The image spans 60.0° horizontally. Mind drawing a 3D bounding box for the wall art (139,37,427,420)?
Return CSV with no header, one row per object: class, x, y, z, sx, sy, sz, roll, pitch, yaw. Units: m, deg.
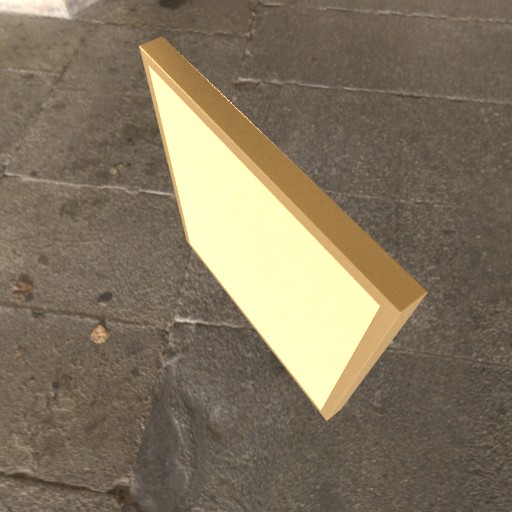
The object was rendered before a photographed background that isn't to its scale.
wall art,0.000,0.000,0.447,0.023,0.305,0.305,-32,64,-18
